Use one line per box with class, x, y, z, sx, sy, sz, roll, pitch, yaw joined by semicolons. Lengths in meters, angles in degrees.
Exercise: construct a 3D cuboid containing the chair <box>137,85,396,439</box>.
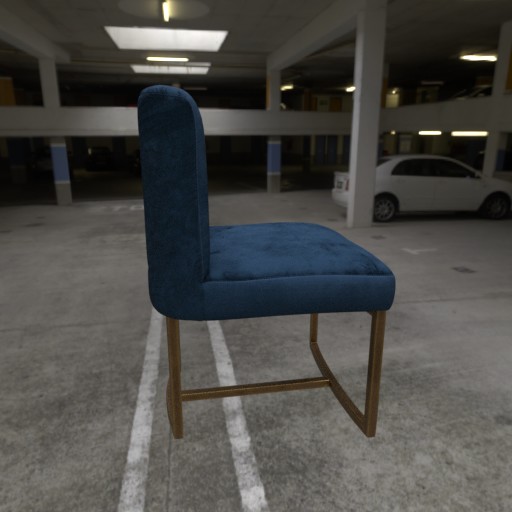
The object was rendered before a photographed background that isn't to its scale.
chair;0.000;0.000;1.181;0.560;0.824;0.530;-3;16;-10
